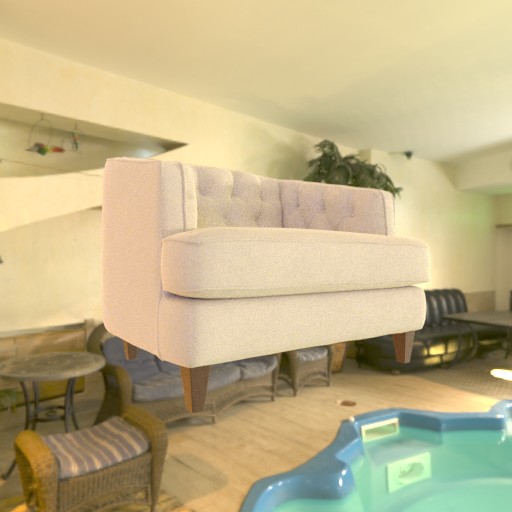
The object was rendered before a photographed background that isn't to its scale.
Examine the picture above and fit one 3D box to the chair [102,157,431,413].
[{"bbox_3d":[0.000,0.000,1.786,1.104,0.852,0.941,0,0,-36],"label":"chair"}]
